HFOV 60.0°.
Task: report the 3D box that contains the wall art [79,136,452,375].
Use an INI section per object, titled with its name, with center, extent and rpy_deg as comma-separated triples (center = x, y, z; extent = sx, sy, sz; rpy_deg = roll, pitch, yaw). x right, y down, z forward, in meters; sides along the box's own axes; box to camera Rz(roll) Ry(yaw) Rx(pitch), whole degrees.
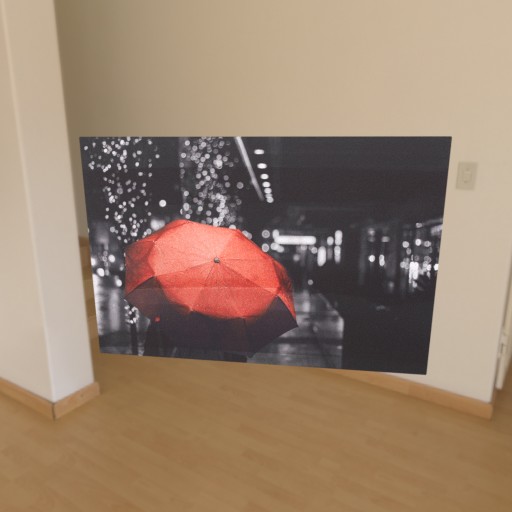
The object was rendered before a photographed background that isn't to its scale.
[wall art]
center = 0.000, 0.000, 1.171
extent = 0.914, 0.609, 0.038
rpy_deg = 2, 15, 8
